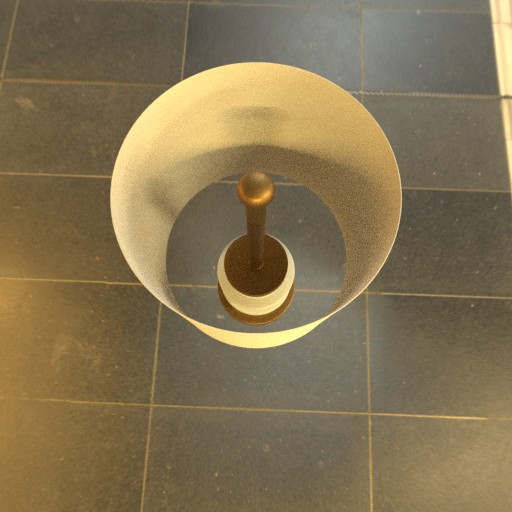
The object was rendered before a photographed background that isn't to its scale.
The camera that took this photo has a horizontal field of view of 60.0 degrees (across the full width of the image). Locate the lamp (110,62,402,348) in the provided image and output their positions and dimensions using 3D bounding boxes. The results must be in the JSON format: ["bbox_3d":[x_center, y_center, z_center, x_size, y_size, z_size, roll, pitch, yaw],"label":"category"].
[{"bbox_3d":[0.000,0.000,0.514,0.210,0.410,0.210,-17,76,-4],"label":"lamp"}]
